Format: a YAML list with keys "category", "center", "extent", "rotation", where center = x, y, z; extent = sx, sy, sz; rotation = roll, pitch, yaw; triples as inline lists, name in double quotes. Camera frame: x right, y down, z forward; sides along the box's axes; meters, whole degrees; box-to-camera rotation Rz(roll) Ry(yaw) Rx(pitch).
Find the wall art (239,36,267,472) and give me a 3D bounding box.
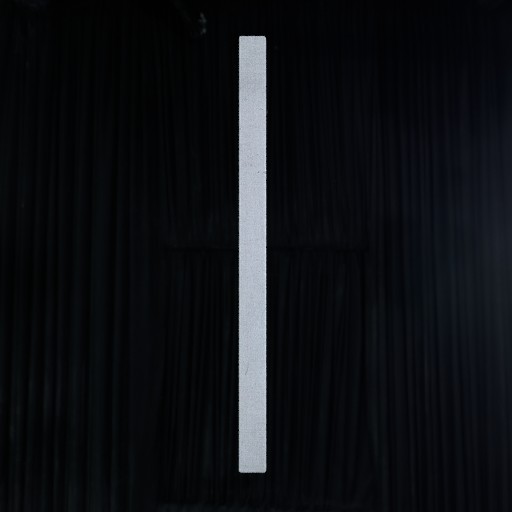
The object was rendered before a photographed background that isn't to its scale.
- category: "wall art"
  center: [0.000, 0.000, 0.916]
  extent: [0.044, 0.605, 0.605]
  rotation: [0, -1, 0]
